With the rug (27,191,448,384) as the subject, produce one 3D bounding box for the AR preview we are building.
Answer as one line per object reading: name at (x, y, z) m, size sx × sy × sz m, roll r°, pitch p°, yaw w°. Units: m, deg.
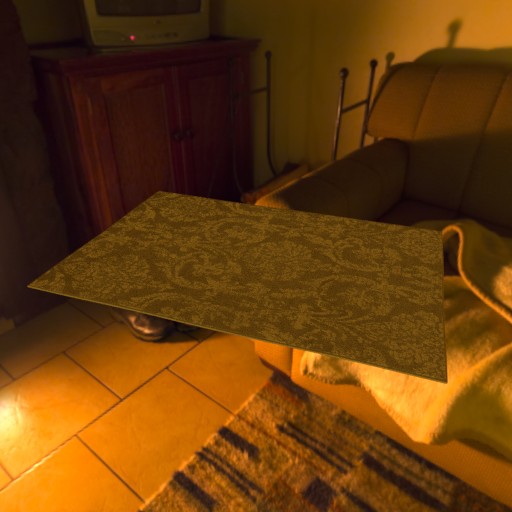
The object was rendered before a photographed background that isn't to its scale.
rug at (0.000, 0.000, 2.284) m, size 1.824 × 0.012 × 1.206 m, roll 10°, pitch 32°, yaw 16°
